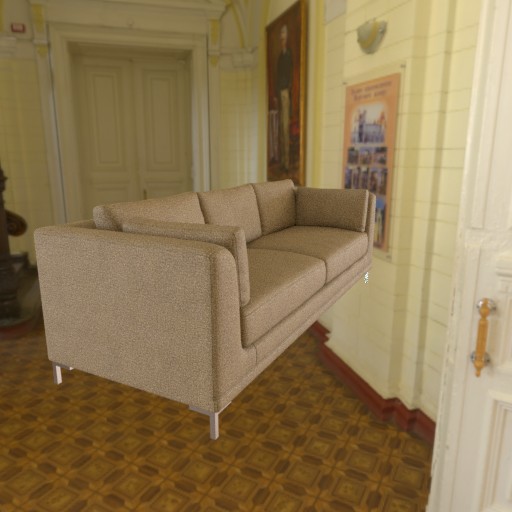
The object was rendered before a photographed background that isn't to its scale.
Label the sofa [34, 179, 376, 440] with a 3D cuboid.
[{"bbox_3d":[0.000,0.000,2.853,0.969,0.867,2.415,7,15,27],"label":"sofa"}]
